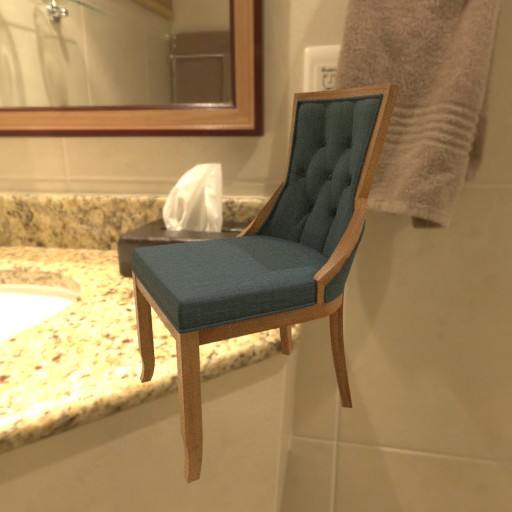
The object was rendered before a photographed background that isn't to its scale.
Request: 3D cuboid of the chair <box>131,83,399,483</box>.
[{"bbox_3d":[0.000,0.000,1.316,0.641,0.947,0.524,-8,19,-26],"label":"chair"}]
